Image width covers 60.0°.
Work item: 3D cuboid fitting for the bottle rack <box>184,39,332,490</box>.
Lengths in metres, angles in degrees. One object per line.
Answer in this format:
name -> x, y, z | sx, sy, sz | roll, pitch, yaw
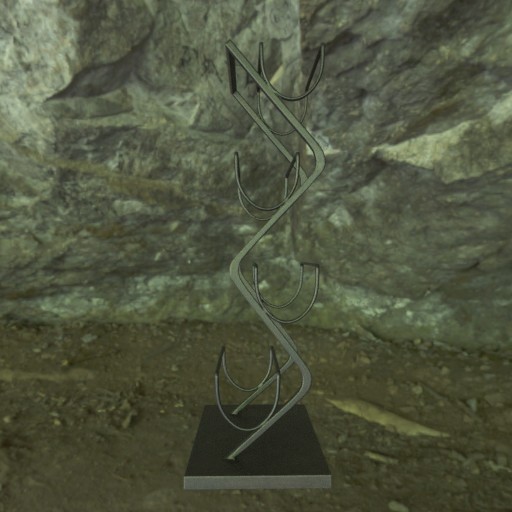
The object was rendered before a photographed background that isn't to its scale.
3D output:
bottle rack -> 0.000, 0.000, 0.657 | 0.178, 0.559, 0.254 | 0, 0, -1
